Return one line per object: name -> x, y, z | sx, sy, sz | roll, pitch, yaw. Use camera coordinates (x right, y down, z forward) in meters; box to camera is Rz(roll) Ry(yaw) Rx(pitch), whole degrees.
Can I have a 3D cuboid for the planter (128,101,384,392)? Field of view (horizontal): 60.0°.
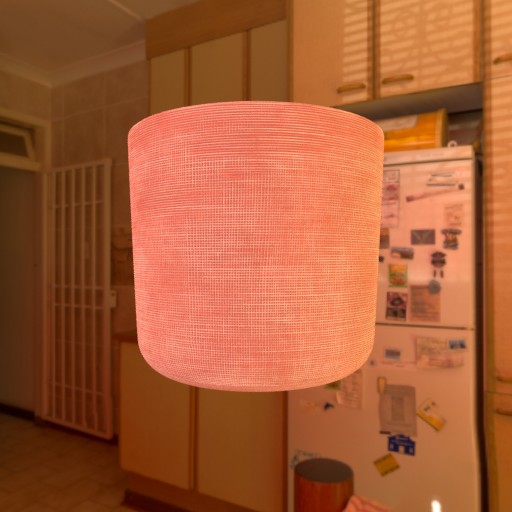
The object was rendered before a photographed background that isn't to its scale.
planter -> 0.000, 0.000, 0.791 | 0.440, 0.398, 0.440 | 0, 0, 0
